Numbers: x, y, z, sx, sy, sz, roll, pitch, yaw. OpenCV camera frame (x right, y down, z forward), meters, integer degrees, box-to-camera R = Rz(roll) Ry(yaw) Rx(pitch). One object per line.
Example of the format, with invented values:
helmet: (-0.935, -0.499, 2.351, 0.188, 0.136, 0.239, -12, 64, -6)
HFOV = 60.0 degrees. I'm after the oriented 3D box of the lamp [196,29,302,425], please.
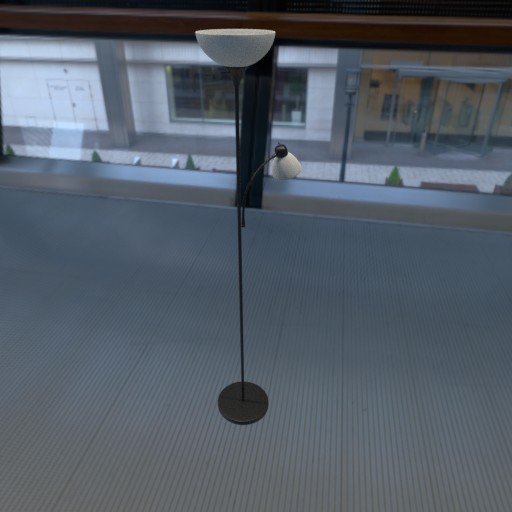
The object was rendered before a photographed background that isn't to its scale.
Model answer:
lamp: (0.000, 0.000, 1.988, 0.442, 1.804, 0.279, -20, 36, -30)
